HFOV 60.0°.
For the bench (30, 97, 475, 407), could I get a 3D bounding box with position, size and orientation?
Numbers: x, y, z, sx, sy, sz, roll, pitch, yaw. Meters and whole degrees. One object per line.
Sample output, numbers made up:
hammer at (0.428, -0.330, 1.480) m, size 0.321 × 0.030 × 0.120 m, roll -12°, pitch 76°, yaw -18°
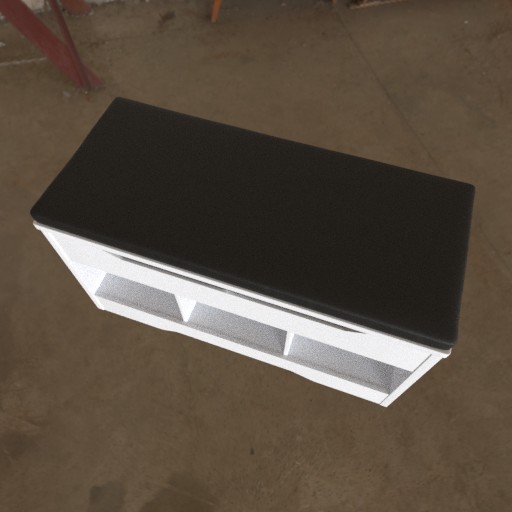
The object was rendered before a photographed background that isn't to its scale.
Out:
bench at (0.000, 0.000, 1.166) m, size 0.899 × 0.500 × 0.401 m, roll 17°, pitch 60°, yaw 10°
